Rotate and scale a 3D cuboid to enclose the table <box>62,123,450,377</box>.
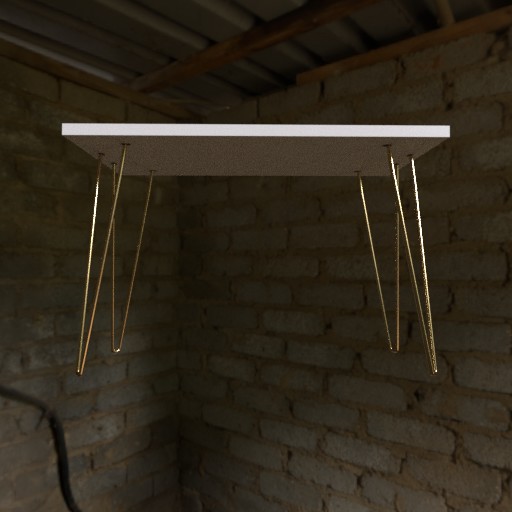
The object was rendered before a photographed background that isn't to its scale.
[{"bbox_3d":[0.000,0.000,1.372,0.991,0.660,0.498,0,-1,-1],"label":"table"}]
